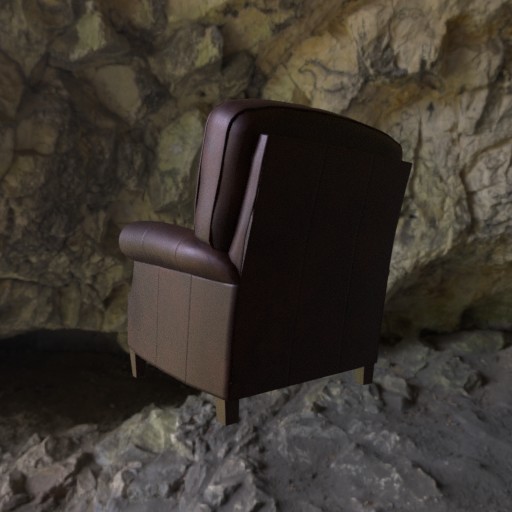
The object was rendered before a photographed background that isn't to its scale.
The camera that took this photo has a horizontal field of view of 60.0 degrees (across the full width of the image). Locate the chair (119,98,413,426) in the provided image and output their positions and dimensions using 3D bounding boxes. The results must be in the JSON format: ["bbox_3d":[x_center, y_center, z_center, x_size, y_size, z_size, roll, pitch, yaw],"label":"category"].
[{"bbox_3d":[0.000,0.000,1.792,0.936,1.018,0.986,-1,2,-38],"label":"chair"}]
